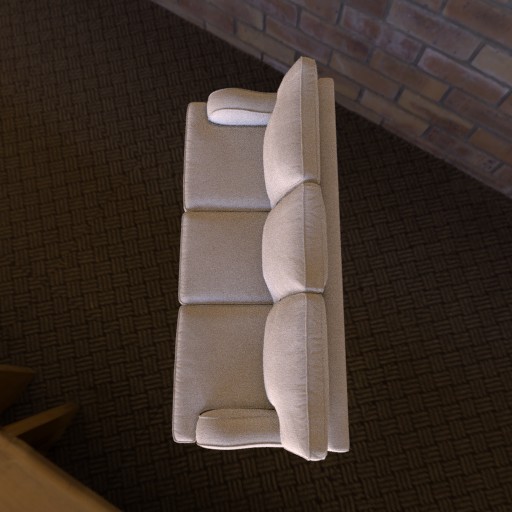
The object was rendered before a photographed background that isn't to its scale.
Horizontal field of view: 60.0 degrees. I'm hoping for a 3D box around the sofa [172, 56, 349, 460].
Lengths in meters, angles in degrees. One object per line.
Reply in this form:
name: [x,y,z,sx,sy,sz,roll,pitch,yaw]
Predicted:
sofa: [0.000,0.000,2.901,1.016,0.991,2.323,0,76,0]
